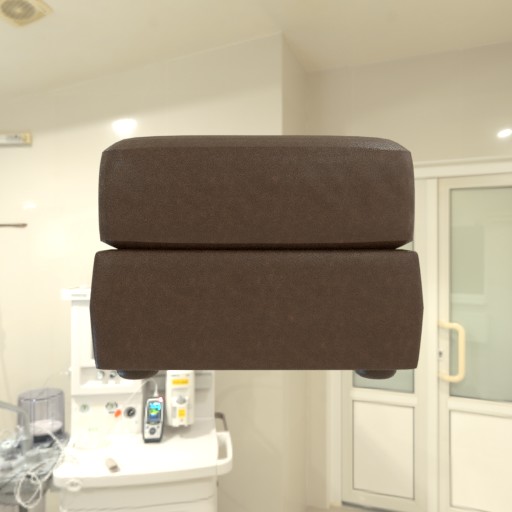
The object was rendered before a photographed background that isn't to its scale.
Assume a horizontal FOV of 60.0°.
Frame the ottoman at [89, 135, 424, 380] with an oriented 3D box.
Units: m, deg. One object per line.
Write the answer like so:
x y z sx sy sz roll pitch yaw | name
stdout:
0.000 0.000 1.150 0.603 0.476 0.751 0 0 0 | ottoman
